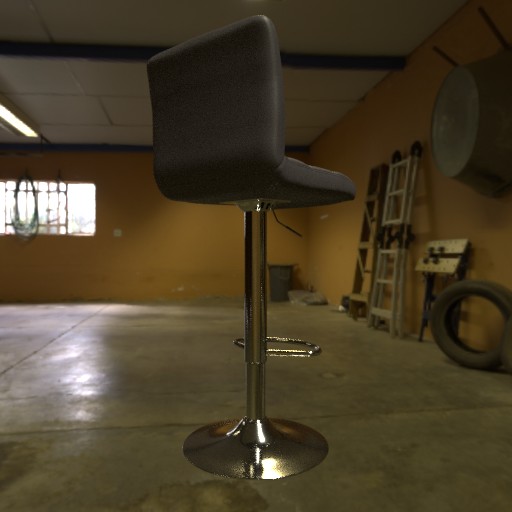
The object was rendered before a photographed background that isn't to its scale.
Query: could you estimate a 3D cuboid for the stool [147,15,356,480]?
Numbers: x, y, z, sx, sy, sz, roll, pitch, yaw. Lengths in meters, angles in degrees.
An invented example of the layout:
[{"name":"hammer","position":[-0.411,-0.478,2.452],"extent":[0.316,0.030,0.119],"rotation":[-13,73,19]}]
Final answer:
[{"name":"stool","position":[0.000,0.000,1.306],"extent":[0.430,1.115,0.505],"rotation":[0,0,36]}]
